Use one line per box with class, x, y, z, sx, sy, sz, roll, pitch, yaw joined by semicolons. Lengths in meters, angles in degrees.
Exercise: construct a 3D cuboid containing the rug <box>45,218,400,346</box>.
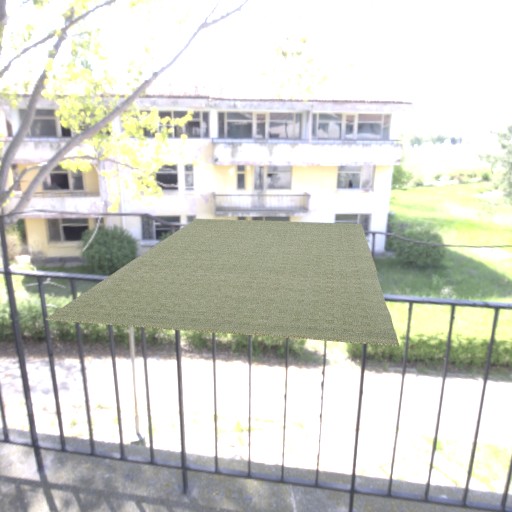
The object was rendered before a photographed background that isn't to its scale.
rug;0.000;0.000;2.214;1.143;0.006;1.747;3;16;9
